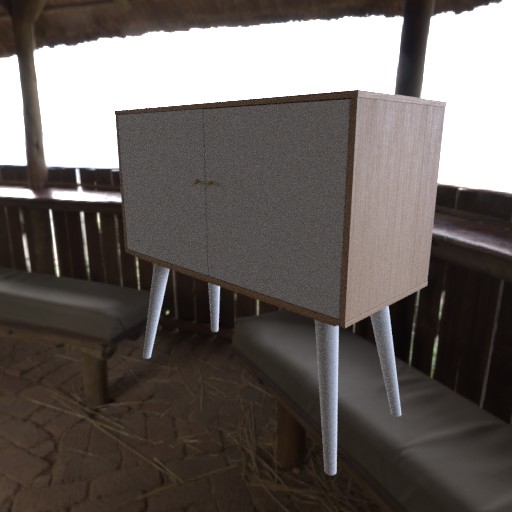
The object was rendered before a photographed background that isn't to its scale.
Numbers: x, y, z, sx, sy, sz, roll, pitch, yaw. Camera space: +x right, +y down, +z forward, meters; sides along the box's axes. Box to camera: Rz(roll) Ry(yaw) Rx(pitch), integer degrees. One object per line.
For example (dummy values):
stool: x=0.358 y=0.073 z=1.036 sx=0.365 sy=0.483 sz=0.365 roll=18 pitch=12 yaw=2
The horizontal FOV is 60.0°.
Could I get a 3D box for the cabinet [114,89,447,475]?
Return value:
cabinet: x=0.000 y=0.000 z=1.586 sx=1.057 sy=1.016 sz=0.470 roll=14 pitch=21 yaw=43
